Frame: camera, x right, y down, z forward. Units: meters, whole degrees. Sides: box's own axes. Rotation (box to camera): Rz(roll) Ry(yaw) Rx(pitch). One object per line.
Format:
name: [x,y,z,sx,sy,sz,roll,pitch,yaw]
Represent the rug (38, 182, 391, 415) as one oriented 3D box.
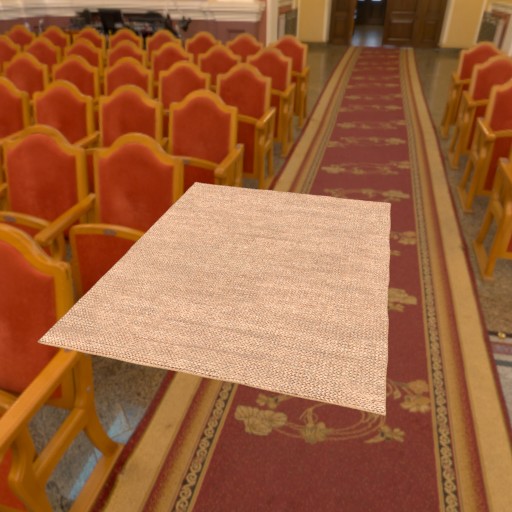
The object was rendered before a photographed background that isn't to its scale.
rug: [0.000,0.000,4.148,2.429,0.030,3.052,8,33,13]
